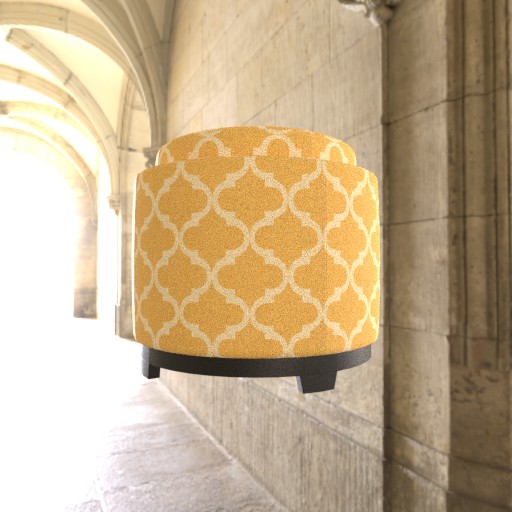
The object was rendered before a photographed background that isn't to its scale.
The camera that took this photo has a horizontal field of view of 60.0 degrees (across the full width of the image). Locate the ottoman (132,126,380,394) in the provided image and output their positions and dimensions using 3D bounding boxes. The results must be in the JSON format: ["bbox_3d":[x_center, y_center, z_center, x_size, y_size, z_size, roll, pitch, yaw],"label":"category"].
[{"bbox_3d":[0.000,0.000,0.890,0.480,0.429,0.480,0,-1,0],"label":"ottoman"}]
